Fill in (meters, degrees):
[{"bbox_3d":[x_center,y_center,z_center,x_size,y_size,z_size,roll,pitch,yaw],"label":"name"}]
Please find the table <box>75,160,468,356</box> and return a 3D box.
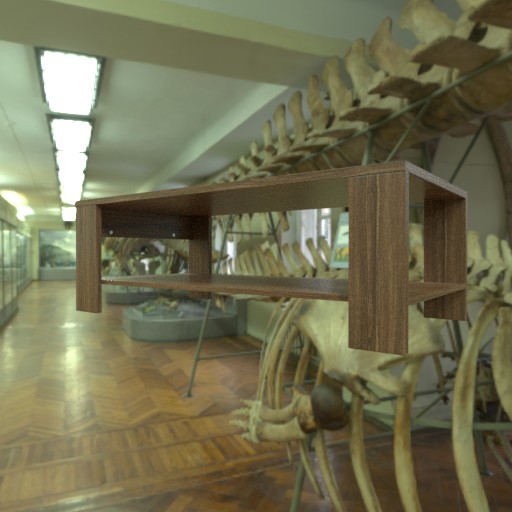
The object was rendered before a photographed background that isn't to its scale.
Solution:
[{"bbox_3d":[0.000,0.000,1.502,1.200,0.400,0.600,0,1,36],"label":"table"}]
